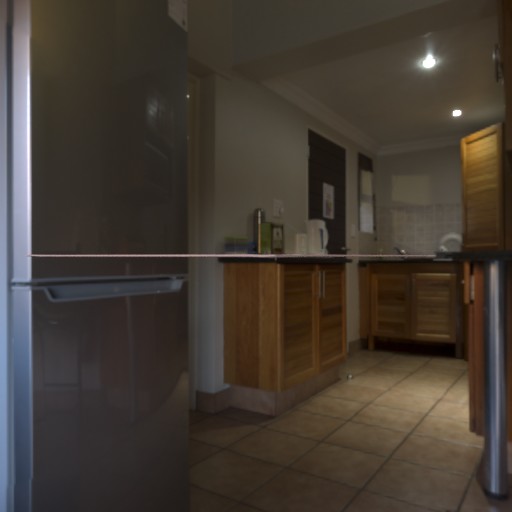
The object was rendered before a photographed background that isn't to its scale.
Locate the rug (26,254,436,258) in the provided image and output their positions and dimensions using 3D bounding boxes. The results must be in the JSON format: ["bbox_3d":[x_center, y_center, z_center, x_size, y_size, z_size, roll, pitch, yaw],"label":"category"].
[{"bbox_3d":[0.000,0.000,4.164,2.479,0.023,3.092,0,0,36],"label":"rug"}]
